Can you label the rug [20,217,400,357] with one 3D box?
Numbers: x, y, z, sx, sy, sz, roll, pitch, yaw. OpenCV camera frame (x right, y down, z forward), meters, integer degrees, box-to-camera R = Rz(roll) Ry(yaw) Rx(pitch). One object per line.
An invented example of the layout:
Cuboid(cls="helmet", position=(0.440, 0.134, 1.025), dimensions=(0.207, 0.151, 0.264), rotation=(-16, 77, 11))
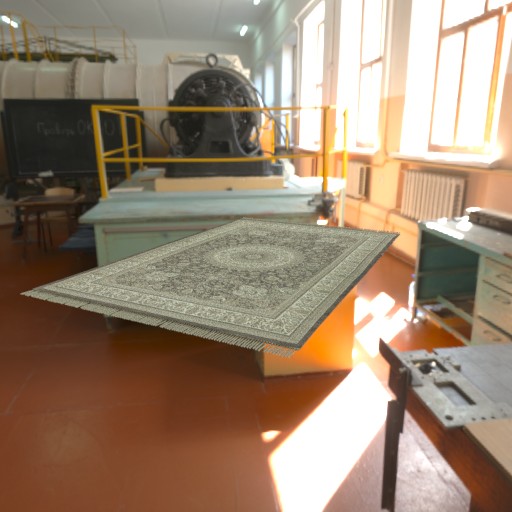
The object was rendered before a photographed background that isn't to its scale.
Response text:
Cuboid(cls="rug", position=(0.000, 0.000, 4.233), dimensions=(2.143, 0.015, 3.422), rotation=(8, 17, 26))
